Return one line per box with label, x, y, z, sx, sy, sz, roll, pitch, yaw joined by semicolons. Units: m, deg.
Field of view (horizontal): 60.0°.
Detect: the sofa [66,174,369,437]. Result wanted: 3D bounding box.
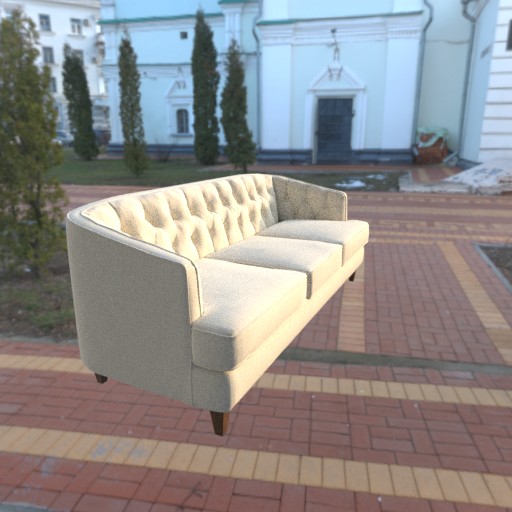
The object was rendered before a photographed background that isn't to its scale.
sofa;0.000;0.000;2.713;0.941;0.855;2.278;7;17;25
